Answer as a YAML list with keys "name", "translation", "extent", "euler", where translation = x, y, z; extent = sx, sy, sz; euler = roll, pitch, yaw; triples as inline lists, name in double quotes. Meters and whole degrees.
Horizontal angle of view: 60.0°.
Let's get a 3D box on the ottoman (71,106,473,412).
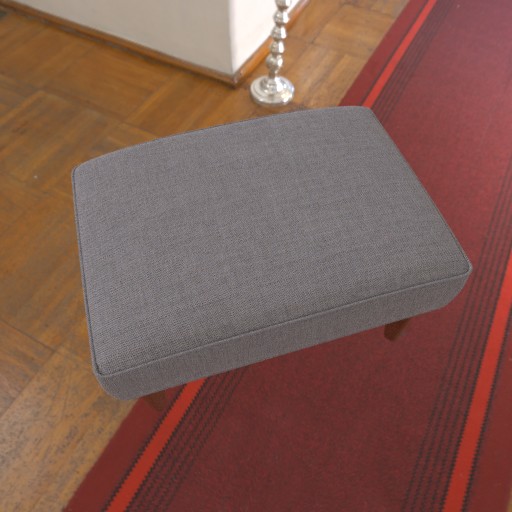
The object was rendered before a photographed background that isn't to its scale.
- name: "ottoman"
  translation: [0.000, 0.000, 1.083]
  extent: [0.750, 0.458, 0.555]
  euler: [-14, 58, -9]
